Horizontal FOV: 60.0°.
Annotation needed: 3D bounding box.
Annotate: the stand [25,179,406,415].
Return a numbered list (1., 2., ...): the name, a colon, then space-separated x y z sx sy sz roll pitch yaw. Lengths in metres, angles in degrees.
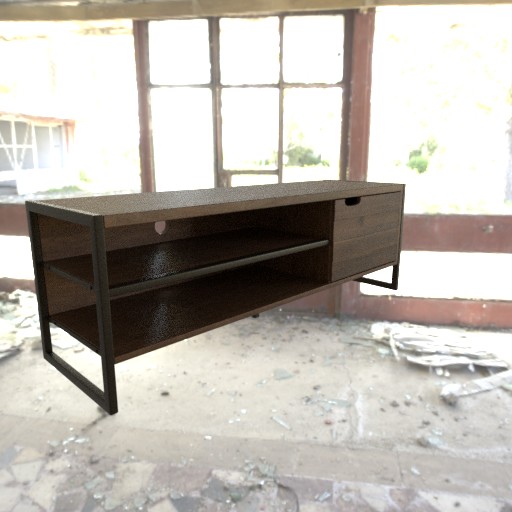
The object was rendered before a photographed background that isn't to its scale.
1. stand: 0.000 0.000 1.720 1.480 0.506 0.454 -13 18 -43
